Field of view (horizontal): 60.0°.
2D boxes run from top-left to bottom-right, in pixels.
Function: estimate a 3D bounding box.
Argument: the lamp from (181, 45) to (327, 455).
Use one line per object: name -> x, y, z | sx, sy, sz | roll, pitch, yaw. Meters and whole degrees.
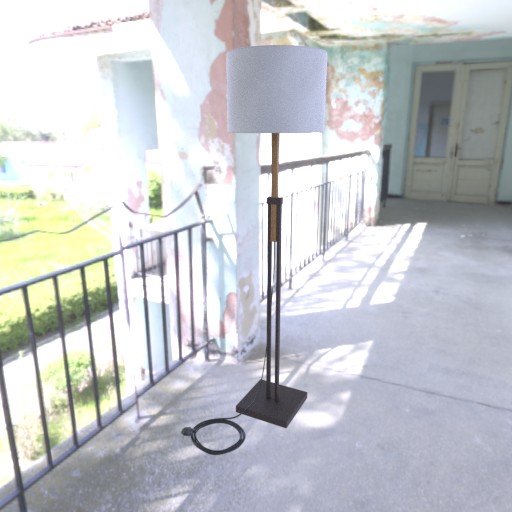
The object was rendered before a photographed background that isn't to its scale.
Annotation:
lamp -> 0.000, 0.000, 1.938 | 0.474, 1.650, 0.639 | 8, 18, 26
